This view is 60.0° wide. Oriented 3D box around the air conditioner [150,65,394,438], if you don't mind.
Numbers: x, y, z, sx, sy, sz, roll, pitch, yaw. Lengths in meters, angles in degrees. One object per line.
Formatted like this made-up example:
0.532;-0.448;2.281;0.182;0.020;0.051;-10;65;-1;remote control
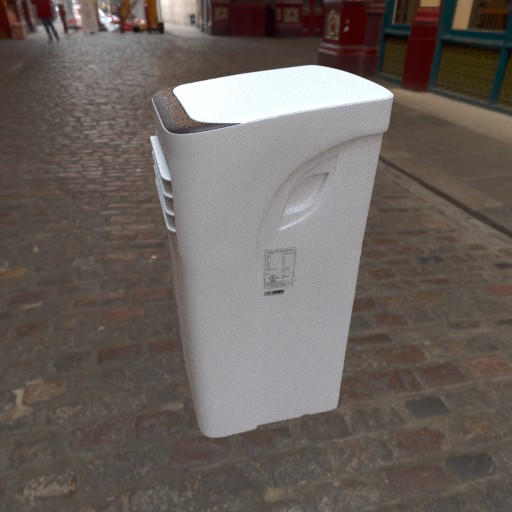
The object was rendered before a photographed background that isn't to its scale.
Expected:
0.000;0.000;0.940;0.369;0.716;0.352;-8;31;-14;air conditioner
